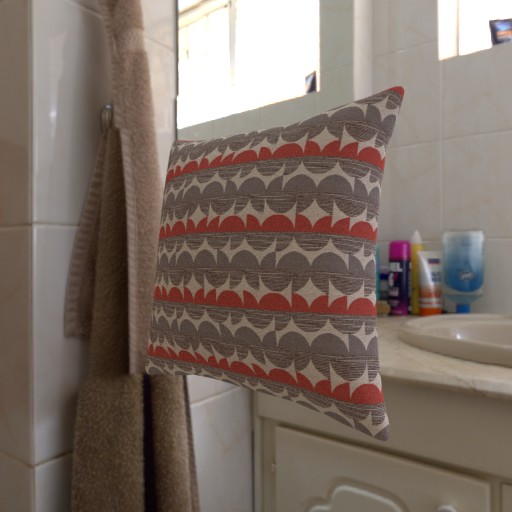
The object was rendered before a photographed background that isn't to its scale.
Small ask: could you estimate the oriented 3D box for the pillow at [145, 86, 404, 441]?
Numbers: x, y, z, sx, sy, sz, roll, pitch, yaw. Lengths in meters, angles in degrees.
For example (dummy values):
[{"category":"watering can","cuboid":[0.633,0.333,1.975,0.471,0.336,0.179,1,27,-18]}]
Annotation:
[{"category":"pillow","cuboid":[0.000,0.000,0.641,0.420,0.410,0.180,0,0,38]}]
